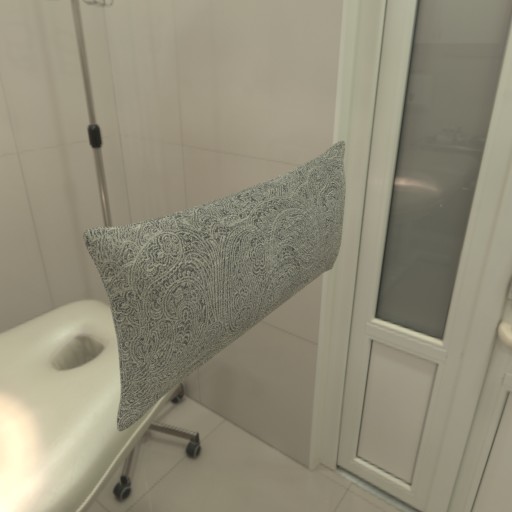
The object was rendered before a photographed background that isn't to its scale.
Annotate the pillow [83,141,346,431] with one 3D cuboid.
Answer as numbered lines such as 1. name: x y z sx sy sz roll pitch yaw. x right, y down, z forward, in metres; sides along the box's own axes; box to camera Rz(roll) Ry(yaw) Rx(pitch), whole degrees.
1. pillow: 0.000 0.000 0.758 0.151 0.295 0.615 18 31 33
